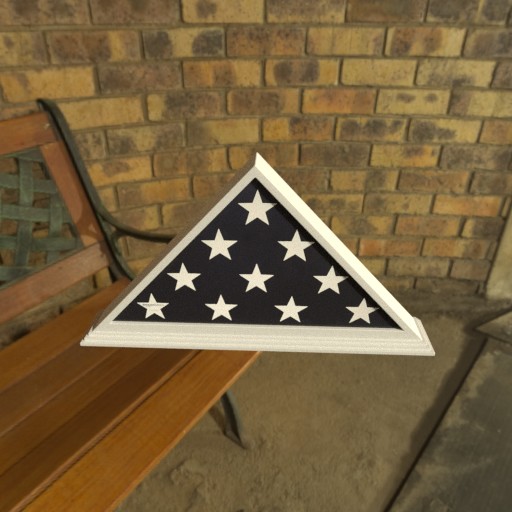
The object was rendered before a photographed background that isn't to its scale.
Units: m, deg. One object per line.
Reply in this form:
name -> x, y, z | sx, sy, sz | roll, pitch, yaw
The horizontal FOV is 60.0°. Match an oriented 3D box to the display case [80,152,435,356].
display case -> 0.000, 0.000, 0.757 | 0.640, 0.340, 0.095 | 1, 30, 2
